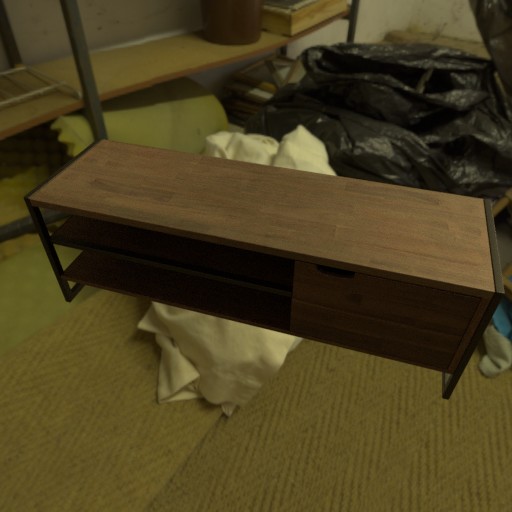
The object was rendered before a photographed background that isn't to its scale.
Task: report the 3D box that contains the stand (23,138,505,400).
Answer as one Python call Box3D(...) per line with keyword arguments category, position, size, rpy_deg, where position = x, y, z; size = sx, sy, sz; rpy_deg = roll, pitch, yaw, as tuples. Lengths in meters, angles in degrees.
Box3D(category="stand", position=(0.000, 0.000, 1.631), size=(1.480, 0.506, 0.454), rpy_deg=(12, 42, 13))
